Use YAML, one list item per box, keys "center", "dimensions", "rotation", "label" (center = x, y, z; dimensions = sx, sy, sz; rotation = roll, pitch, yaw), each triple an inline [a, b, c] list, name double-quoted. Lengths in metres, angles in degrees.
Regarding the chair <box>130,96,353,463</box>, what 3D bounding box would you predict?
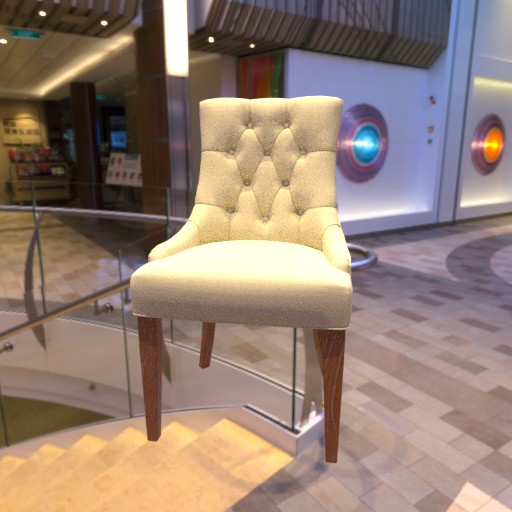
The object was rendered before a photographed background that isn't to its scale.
- center: [0.000, 0.000, 1.216]
  dimensions: [0.509, 0.874, 0.565]
  rotation: [2, 14, 10]
  label: "chair"
